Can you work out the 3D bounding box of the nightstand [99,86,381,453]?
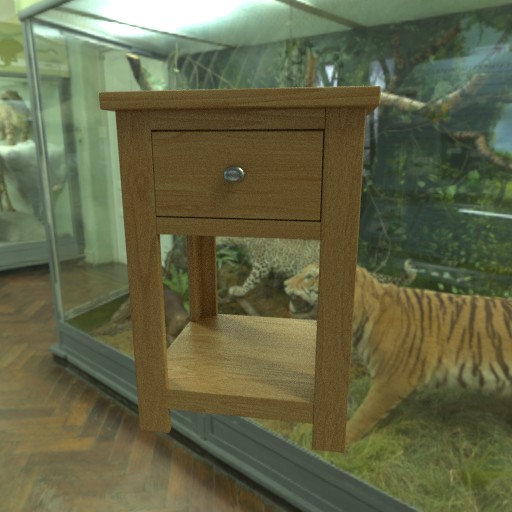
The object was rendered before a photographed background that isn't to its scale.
[{"bbox_3d":[0.000,0.000,0.929,0.428,0.614,0.418,2,14,9],"label":"nightstand"}]
